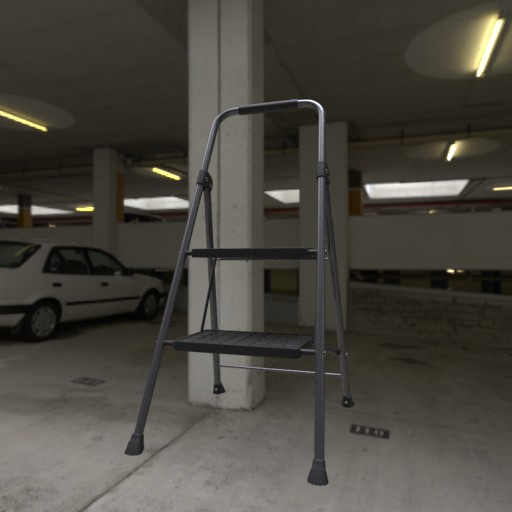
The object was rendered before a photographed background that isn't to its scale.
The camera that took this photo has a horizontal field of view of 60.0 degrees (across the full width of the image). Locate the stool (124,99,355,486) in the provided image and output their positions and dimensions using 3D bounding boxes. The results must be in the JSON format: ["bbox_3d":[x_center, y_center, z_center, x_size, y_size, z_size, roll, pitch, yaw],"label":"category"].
[{"bbox_3d":[0.000,0.000,1.147,0.450,0.872,0.514,0,-1,18],"label":"stool"}]
